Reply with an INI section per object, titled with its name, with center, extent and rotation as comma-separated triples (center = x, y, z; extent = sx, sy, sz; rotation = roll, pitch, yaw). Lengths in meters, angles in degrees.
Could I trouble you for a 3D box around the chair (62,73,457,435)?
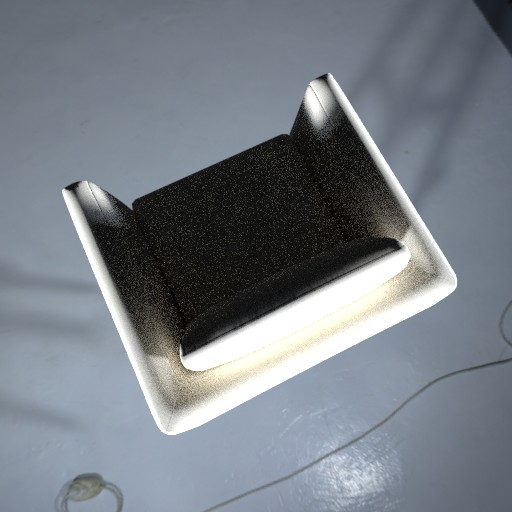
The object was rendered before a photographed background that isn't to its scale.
[chair]
center = 0.000, 0.000, 1.683
extent = 1.041, 0.865, 0.889
rotation = -26, 77, -6
